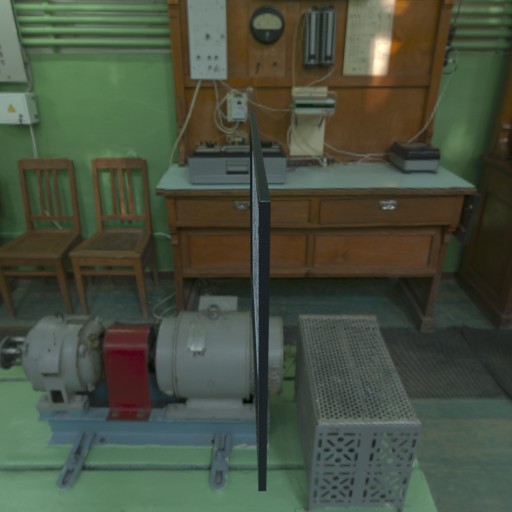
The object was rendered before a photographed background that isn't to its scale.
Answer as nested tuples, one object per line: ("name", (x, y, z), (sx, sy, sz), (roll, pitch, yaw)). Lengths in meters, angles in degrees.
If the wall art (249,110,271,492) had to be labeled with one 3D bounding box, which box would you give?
("wall art", (0.000, 0.000, 1.050), (0.015, 0.552, 0.819), (-1, 26, -1))
